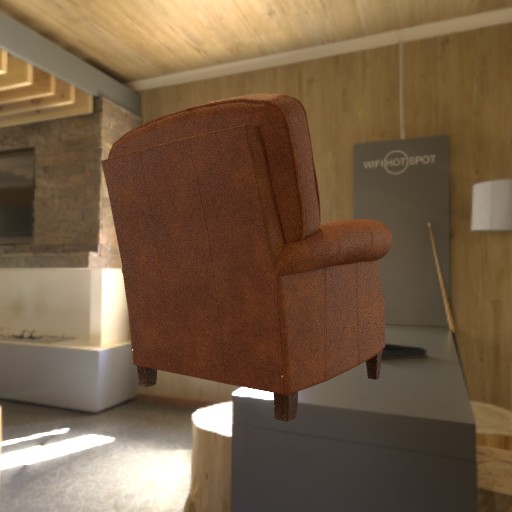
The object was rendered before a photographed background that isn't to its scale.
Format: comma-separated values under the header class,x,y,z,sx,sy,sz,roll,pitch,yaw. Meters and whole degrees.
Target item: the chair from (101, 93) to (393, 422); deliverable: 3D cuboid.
class,x,y,z,sx,sy,sz,roll,pitch,yaw
chair,0.000,0.000,1.791,0.936,1.018,0.986,-1,-2,37
